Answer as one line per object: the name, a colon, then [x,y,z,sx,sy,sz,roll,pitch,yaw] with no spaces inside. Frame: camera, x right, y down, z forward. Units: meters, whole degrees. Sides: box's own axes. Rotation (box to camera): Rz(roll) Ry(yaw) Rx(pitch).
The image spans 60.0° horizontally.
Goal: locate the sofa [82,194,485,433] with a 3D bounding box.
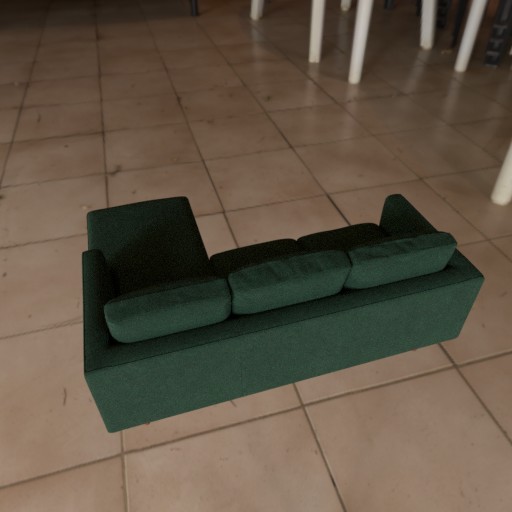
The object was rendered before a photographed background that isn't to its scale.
sofa: [0.000,0.000,2.806,2.030,0.899,1.580,-11,42,-13]
